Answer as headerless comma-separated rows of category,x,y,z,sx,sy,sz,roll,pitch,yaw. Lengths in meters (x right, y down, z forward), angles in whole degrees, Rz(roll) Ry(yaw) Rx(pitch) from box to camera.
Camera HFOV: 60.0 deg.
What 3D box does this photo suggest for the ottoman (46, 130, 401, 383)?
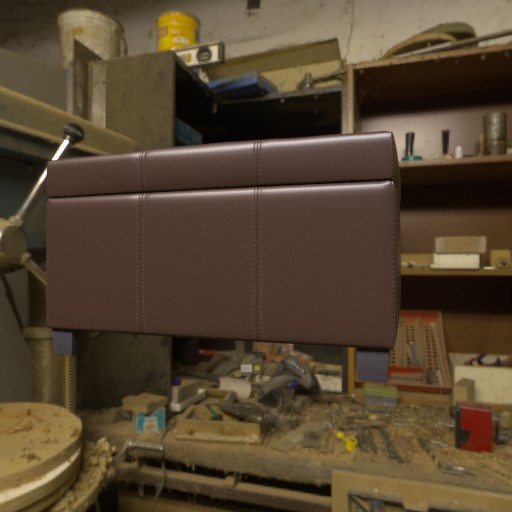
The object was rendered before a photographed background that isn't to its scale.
ottoman,0.000,0.000,1.267,0.787,0.460,0.788,0,0,18
